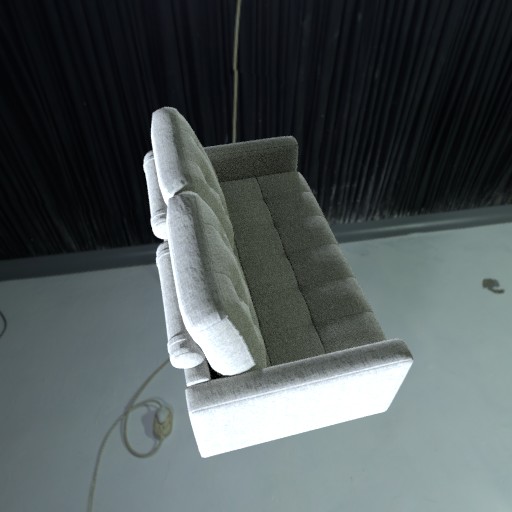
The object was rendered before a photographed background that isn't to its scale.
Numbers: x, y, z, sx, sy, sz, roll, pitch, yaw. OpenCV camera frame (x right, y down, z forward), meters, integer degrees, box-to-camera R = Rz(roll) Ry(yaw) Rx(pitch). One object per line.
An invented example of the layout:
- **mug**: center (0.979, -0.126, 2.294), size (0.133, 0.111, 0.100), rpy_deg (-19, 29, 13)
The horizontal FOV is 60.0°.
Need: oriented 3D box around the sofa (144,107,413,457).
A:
- **sofa**: center (0.000, 0.000, 1.984), size (0.842, 0.907, 1.407), rpy_deg (-11, 49, -9)
